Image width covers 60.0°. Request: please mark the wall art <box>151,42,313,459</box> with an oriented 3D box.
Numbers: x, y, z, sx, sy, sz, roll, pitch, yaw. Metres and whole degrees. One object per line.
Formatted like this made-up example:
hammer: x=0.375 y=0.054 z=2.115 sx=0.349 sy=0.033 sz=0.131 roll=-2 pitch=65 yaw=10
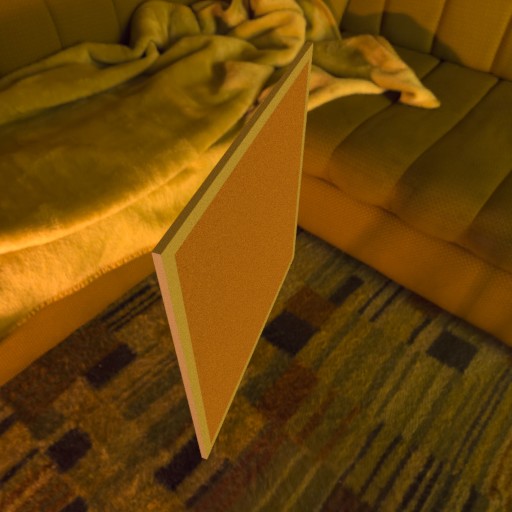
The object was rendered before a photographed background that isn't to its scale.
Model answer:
wall art: x=0.000 y=0.000 z=0.665 sx=0.009 sy=0.457 sz=0.456 roll=15 pitch=48 yaw=14
